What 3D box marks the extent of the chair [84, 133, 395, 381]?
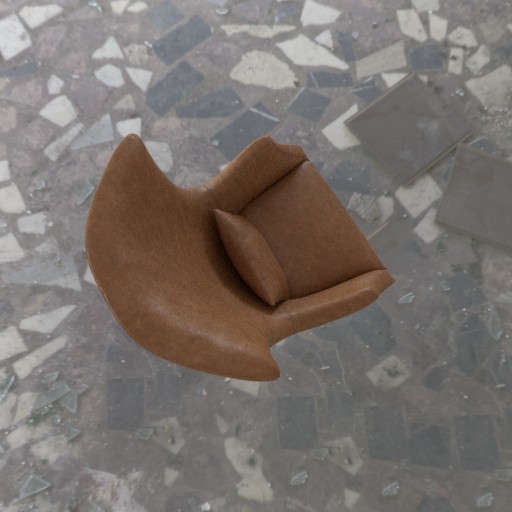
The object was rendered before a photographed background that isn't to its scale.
[{"bbox_3d":[0.000,0.000,1.748,0.955,1.067,0.846,-31,77,-8],"label":"chair"}]
